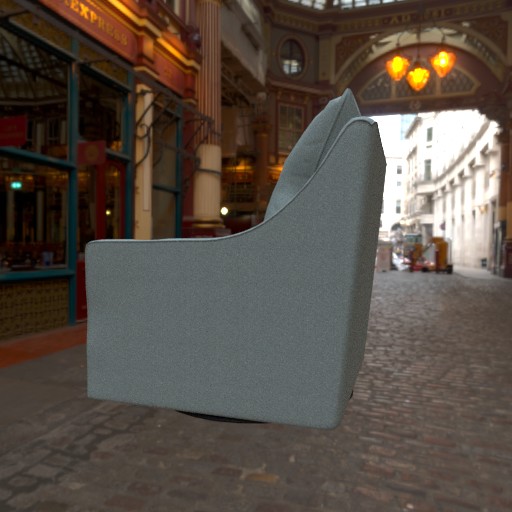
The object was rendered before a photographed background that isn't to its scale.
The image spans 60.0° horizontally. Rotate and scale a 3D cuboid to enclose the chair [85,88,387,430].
[{"bbox_3d":[0.000,0.000,1.581,0.870,0.926,0.760,1,2,19],"label":"chair"}]
